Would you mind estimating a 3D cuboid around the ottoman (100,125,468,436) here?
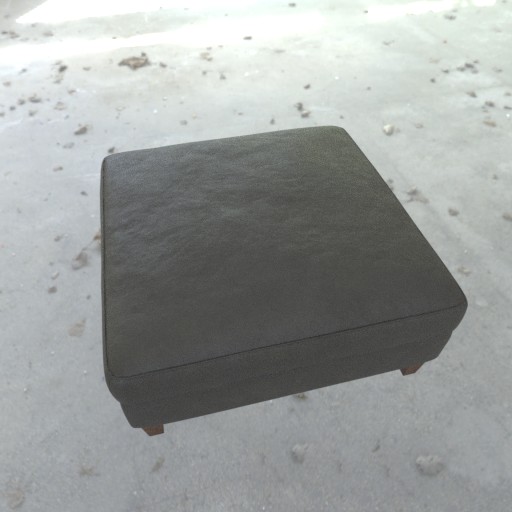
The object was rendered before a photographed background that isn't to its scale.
[{"bbox_3d":[0.000,0.000,1.316,0.844,0.415,0.836,-10,47,-10],"label":"ottoman"}]
